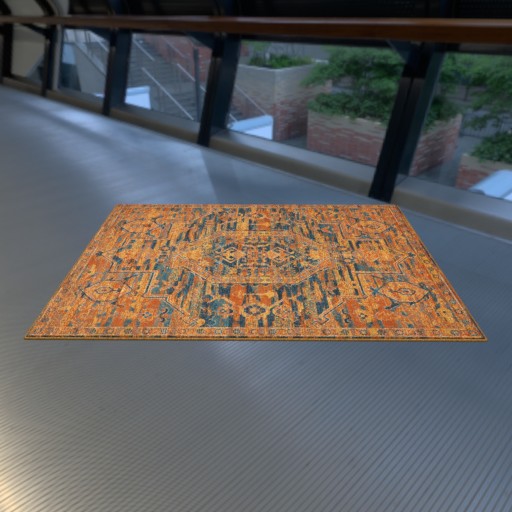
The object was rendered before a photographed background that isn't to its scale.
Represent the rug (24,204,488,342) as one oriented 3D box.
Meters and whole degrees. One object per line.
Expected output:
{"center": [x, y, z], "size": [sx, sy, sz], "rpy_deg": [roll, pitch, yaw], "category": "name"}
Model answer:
{"center": [0.000, 0.000, 2.784], "size": [2.204, 0.024, 1.588], "rpy_deg": [0, 30, 0], "category": "rug"}
